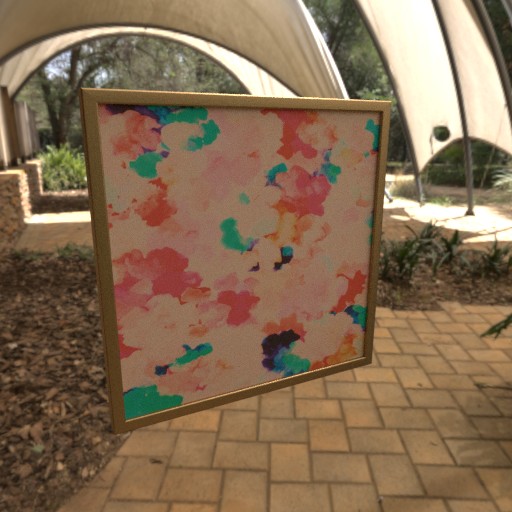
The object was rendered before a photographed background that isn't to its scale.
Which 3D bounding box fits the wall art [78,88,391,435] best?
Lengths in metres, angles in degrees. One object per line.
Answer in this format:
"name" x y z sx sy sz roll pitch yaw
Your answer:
"wall art" 0.000 0.000 0.749 0.510 0.509 0.037 -7 17 -25
